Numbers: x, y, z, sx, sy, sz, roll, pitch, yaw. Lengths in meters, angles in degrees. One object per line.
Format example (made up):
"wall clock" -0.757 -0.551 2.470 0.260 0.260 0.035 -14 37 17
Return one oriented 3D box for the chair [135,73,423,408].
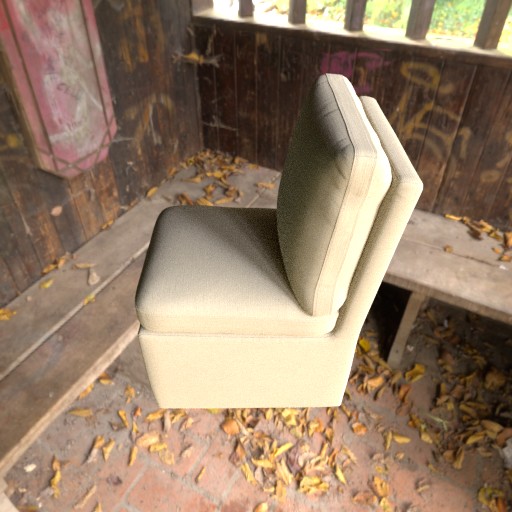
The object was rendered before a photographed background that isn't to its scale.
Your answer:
"chair" 0.000 0.000 1.341 0.698 0.927 0.503 0 40 0
